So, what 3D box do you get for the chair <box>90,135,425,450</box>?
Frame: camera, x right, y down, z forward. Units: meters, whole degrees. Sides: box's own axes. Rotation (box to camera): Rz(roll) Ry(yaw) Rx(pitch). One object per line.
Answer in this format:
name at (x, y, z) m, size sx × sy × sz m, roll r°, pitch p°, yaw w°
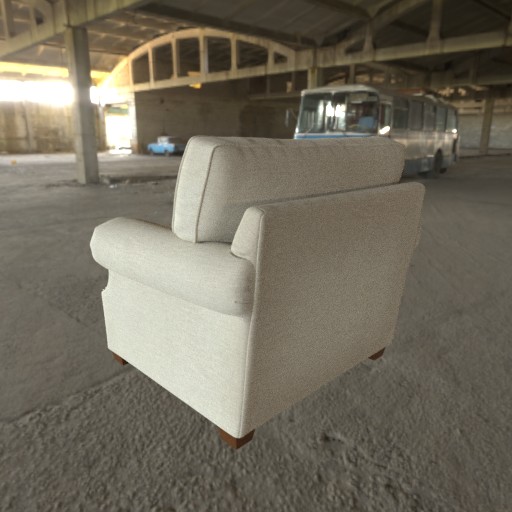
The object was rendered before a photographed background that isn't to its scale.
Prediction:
chair at (0.000, 0.000, 1.823) m, size 1.092 × 0.961 × 0.965 m, roll -15°, pitch 21°, yaw -42°
